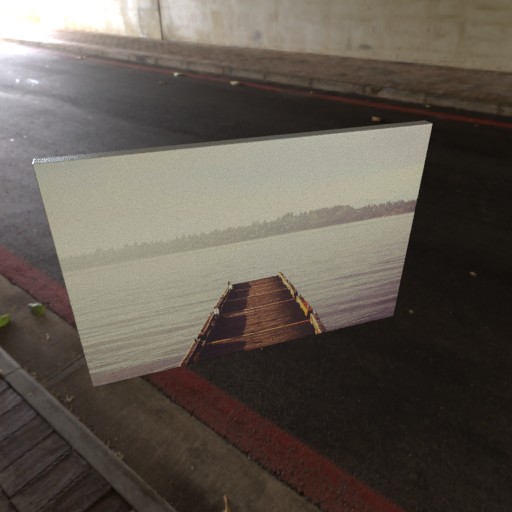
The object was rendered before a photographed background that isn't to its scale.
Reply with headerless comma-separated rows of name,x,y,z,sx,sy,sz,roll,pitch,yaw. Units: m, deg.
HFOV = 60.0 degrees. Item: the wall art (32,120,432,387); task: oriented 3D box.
wall art,0.000,0.000,0.769,0.615,0.410,0.021,-10,33,-16
